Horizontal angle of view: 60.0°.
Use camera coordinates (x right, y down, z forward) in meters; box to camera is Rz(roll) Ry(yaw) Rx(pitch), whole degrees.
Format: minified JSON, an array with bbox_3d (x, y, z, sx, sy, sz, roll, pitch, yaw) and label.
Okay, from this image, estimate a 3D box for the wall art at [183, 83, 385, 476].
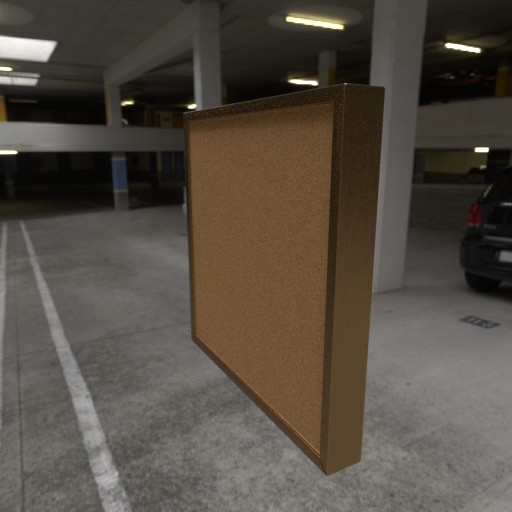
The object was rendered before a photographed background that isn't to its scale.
[{"bbox_3d":[0.000,0.000,0.466,0.037,0.305,0.305,-8,16,-28],"label":"wall art"}]
